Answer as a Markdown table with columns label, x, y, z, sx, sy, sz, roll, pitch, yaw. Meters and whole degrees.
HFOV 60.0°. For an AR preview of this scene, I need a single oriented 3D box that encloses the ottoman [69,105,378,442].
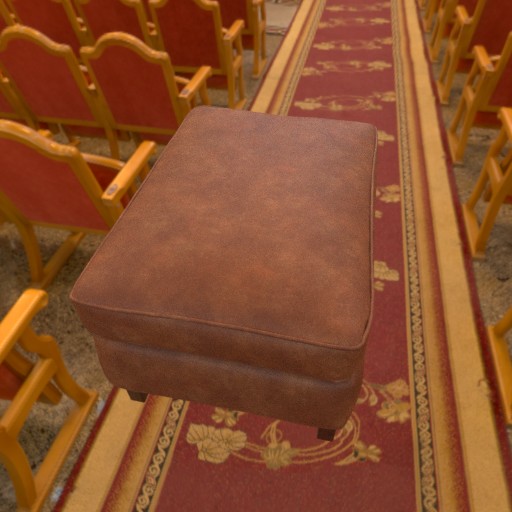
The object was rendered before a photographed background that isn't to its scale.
| label | x | y | z | sx | sy | sz | roll | pitch | yaw |
| --- | --- | --- | --- | --- | --- | --- | --- | --- | --- |
| ottoman | 0.000 | 0.000 | 0.987 | 0.501 | 0.418 | 0.665 | 9 | 46 | 9 |
